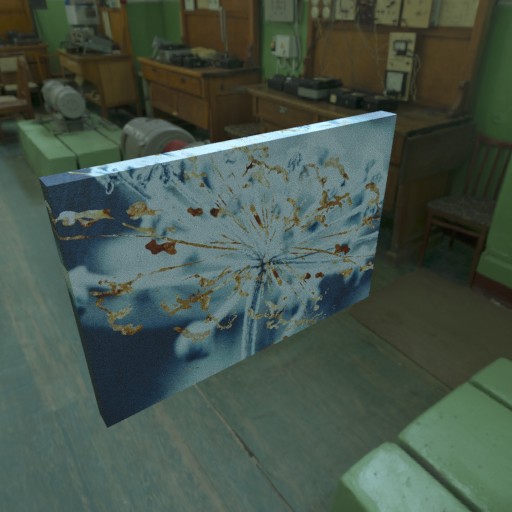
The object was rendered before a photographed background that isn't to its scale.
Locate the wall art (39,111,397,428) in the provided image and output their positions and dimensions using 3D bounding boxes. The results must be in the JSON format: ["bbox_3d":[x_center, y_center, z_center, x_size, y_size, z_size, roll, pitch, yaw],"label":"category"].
[{"bbox_3d":[0.000,0.000,0.766,0.607,0.405,0.036,-20,36,-31],"label":"wall art"}]
